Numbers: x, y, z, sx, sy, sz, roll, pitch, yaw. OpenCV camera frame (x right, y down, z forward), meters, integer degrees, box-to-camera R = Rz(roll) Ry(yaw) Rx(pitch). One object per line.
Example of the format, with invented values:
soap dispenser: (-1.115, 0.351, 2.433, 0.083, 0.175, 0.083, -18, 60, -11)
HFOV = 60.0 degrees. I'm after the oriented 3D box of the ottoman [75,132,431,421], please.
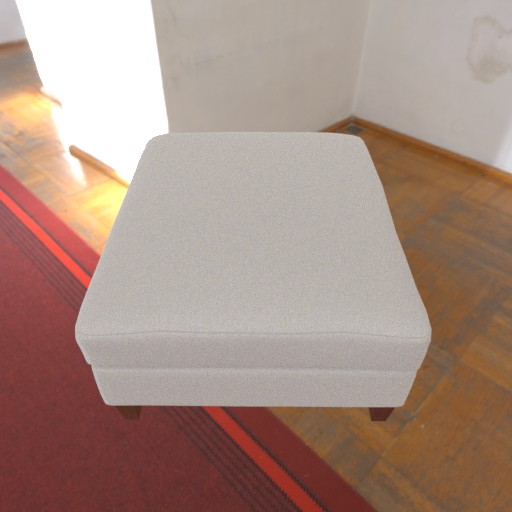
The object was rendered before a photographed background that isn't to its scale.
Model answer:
ottoman: (0.000, 0.000, 1.468, 0.836, 0.492, 0.976, 0, 42, 0)
